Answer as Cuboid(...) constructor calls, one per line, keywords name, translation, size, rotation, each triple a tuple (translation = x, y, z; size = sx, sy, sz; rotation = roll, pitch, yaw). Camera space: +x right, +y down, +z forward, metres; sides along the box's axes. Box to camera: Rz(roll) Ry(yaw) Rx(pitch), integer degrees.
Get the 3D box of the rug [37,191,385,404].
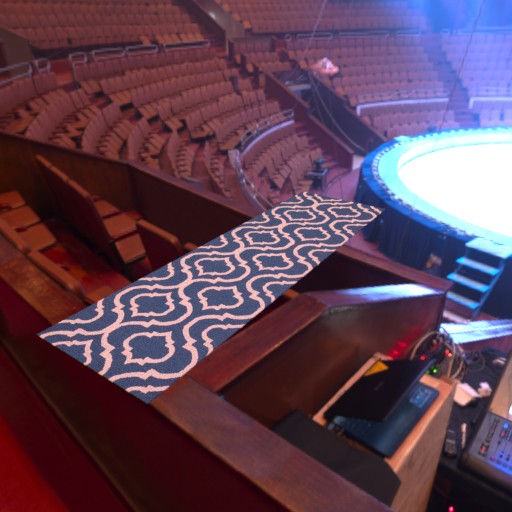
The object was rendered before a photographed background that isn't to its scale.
Cuboid(name="rug", translation=(0.000, 0.000, 2.561), size=(0.685, 0.006, 2.296), rotation=(18, 32, 31))
